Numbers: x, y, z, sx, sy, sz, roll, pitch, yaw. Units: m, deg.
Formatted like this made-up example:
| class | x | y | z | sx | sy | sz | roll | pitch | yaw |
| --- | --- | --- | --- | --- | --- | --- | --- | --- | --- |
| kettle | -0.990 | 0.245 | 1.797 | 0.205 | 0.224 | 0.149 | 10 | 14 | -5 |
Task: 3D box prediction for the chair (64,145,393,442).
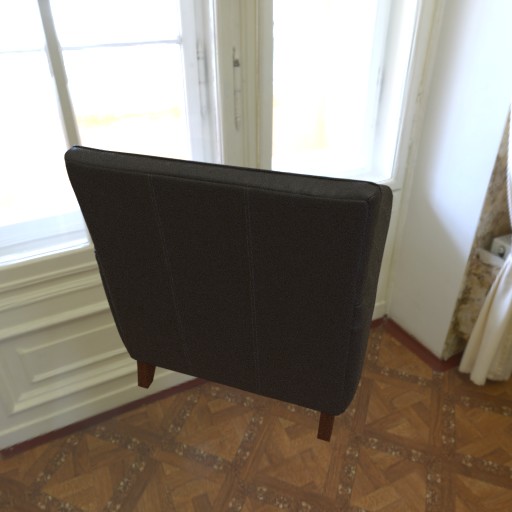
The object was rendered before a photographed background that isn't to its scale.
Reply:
| class | x | y | z | sx | sy | sz | roll | pitch | yaw |
| --- | --- | --- | --- | --- | --- | --- | --- | --- | --- |
| chair | 0.000 | 0.000 | 1.599 | 0.870 | 0.943 | 0.825 | 10 | 33 | 16 |
